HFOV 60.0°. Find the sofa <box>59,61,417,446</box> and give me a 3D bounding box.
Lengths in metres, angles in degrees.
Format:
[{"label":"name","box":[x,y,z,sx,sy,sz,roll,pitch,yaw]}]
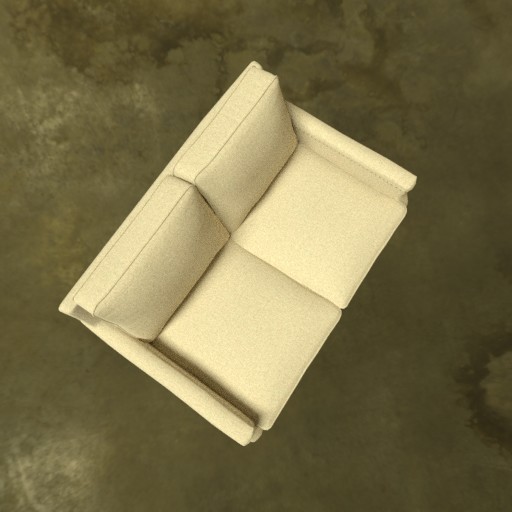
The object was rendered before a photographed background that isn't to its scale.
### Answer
[{"label":"sofa","box":[0.000,0.000,2.327,1.084,1.003,1.597,34,79,8]}]
